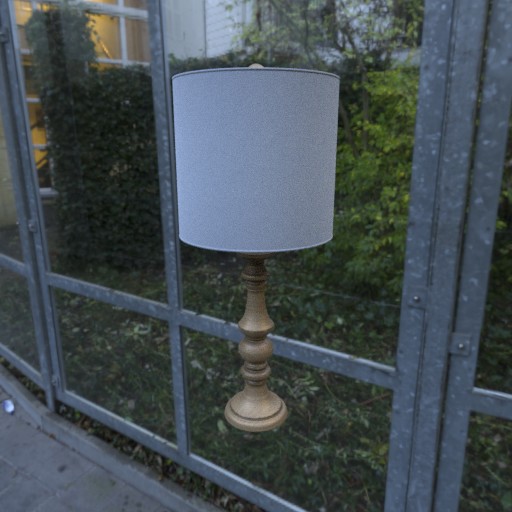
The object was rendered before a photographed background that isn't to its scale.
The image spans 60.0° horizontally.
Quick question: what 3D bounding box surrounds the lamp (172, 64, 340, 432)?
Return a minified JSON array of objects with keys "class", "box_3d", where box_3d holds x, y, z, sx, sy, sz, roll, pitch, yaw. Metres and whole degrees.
[{"class":"lamp","box_3d":[0.000,0.000,0.743,0.250,0.597,0.250,-14,20,-42]}]
